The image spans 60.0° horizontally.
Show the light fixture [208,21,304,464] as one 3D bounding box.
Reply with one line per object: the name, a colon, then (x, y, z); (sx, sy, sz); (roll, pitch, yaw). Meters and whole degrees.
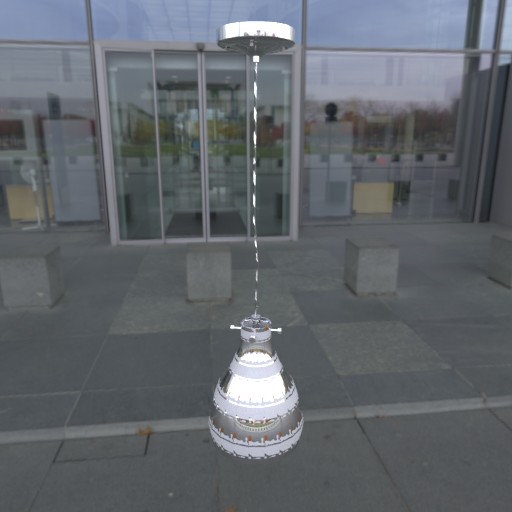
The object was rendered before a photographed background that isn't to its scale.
light fixture: (0.000, 0.000, 1.577); (0.374, 1.457, 0.374); (2, 15, 8)
